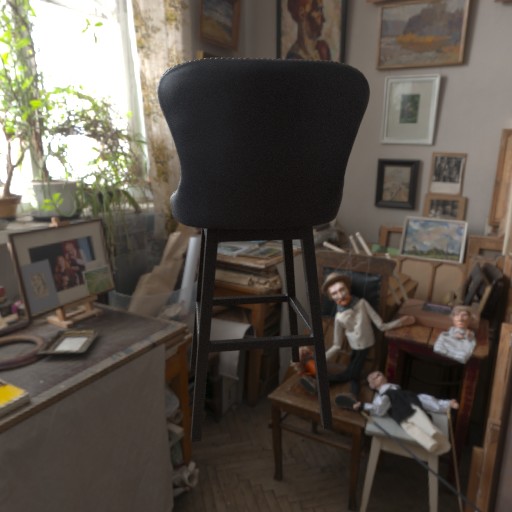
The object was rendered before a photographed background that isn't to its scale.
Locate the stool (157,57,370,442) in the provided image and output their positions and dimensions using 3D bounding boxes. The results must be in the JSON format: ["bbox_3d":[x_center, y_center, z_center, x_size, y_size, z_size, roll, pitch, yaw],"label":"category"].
[{"bbox_3d":[0.000,0.000,1.379,0.528,1.050,0.601,-2,15,-8],"label":"stool"}]
